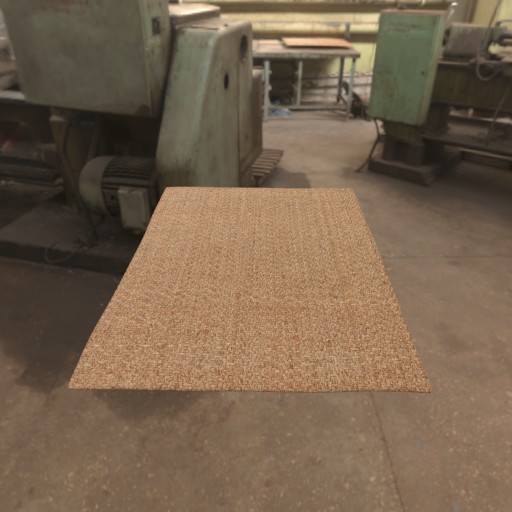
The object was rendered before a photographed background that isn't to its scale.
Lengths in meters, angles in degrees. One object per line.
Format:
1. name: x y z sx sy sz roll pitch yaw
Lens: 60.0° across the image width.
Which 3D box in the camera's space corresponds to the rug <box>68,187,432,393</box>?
1. rug: 0.000 0.000 2.749 1.566 0.013 2.141 0 32 1
